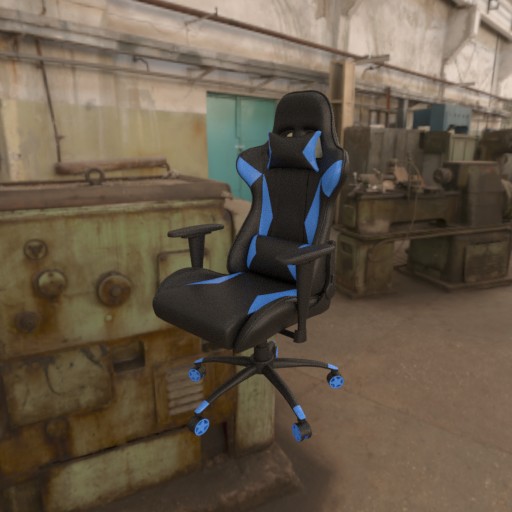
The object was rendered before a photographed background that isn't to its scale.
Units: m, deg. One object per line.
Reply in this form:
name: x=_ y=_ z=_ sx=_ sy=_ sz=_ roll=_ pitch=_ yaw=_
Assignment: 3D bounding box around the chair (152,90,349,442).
chair: x=0.000 y=0.000 z=1.769 sx=0.695 sy=1.282 sz=0.730 roll=14 pitch=20 yaw=42
